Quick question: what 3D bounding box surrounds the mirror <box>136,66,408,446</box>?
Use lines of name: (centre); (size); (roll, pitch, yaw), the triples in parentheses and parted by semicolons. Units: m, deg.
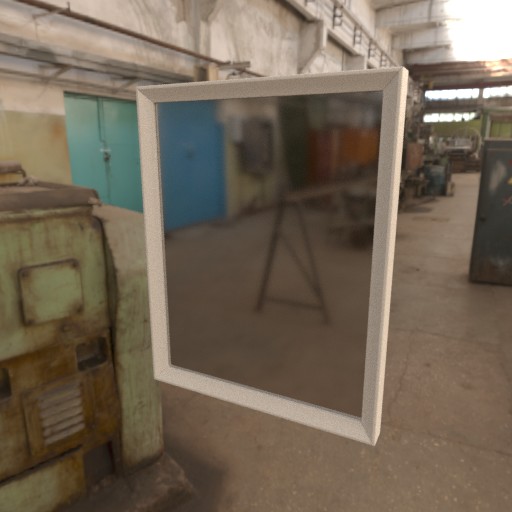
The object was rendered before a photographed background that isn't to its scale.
mirror: (0.000, 0.000, 0.683); (0.406, 0.509, 0.041); (7, 16, 27)
